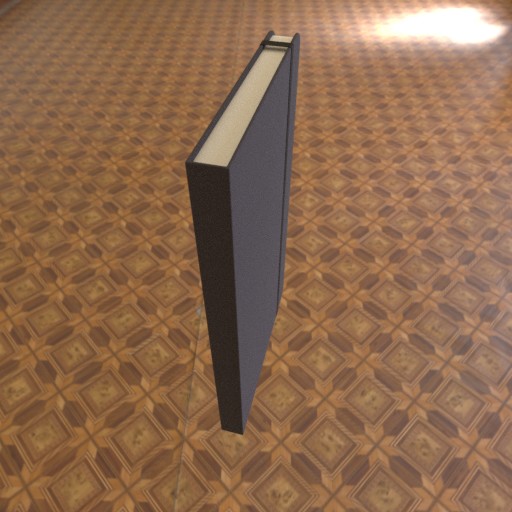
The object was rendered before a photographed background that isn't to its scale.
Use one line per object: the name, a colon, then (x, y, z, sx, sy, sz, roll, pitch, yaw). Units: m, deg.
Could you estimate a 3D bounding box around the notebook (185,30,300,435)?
notebook: (0.000, 0.000, 0.261, 0.016, 0.213, 0.127, 11, 47, 10)
